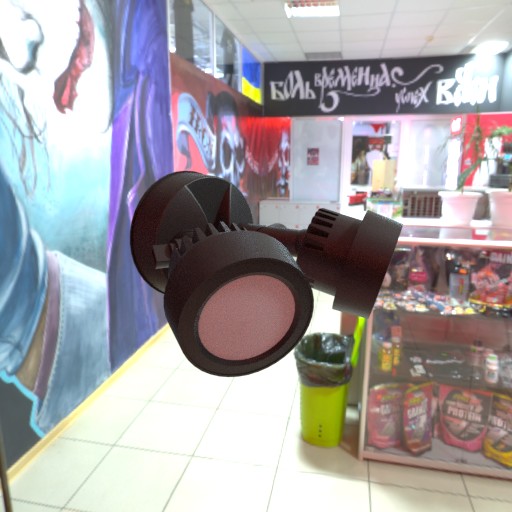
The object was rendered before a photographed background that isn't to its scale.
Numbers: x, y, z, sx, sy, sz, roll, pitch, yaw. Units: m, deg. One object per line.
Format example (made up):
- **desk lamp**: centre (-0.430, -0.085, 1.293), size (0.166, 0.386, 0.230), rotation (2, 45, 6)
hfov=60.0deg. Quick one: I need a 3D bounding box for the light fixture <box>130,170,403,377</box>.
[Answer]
- **light fixture**: centre (0.000, 0.000, 0.325), size (0.168, 0.120, 0.213), rotation (12, 17, 43)
